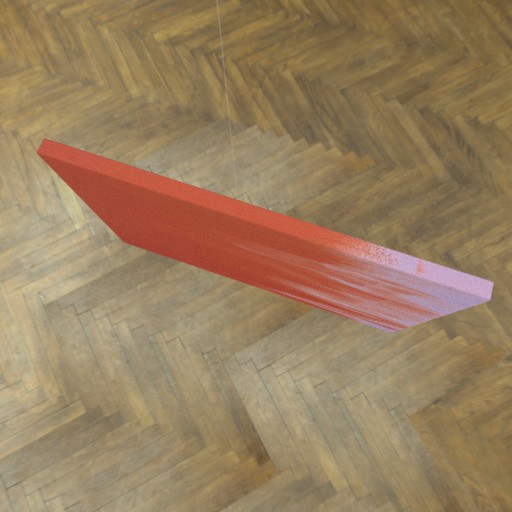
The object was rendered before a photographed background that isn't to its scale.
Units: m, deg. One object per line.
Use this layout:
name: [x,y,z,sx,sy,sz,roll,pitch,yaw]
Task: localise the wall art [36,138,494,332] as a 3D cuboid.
wall art: [0.000,0.000,1.138,0.913,0.609,0.040,18,75,5]
